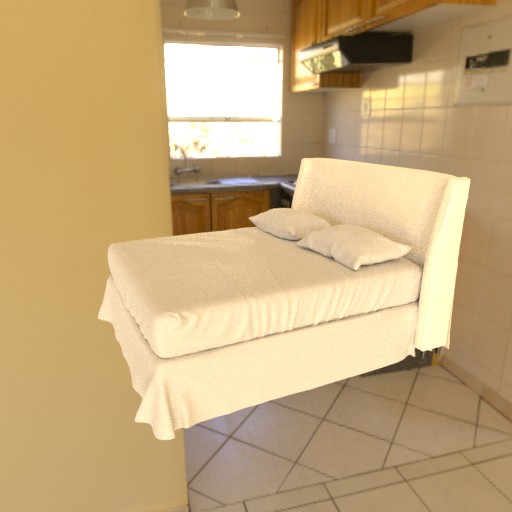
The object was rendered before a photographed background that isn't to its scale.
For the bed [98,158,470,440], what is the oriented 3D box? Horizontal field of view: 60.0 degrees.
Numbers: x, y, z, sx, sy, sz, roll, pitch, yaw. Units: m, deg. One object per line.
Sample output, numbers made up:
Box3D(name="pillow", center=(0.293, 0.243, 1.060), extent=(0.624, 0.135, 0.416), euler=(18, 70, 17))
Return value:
Box3D(name="bed", center=(0.000, 0.000, 3.460), extent=(2.276, 1.332, 1.925), euler=(-8, 19, -25))
